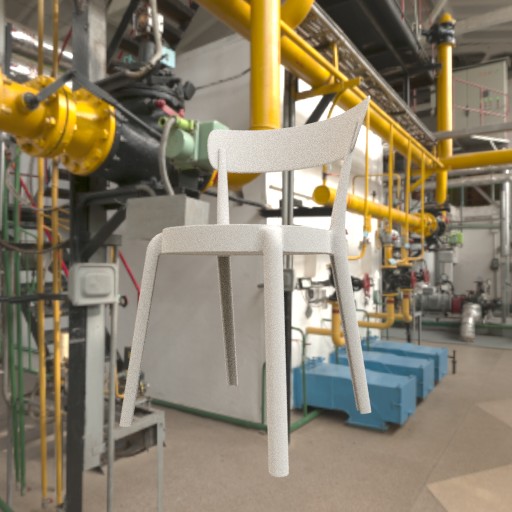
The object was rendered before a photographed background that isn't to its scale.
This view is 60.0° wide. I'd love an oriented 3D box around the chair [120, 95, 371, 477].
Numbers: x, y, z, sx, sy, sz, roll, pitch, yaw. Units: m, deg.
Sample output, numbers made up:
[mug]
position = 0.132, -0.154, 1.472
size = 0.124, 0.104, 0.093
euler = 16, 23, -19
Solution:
[chair]
position = 0.000, 0.000, 1.109
size = 0.506, 0.790, 0.491
euler = -1, -1, 35
